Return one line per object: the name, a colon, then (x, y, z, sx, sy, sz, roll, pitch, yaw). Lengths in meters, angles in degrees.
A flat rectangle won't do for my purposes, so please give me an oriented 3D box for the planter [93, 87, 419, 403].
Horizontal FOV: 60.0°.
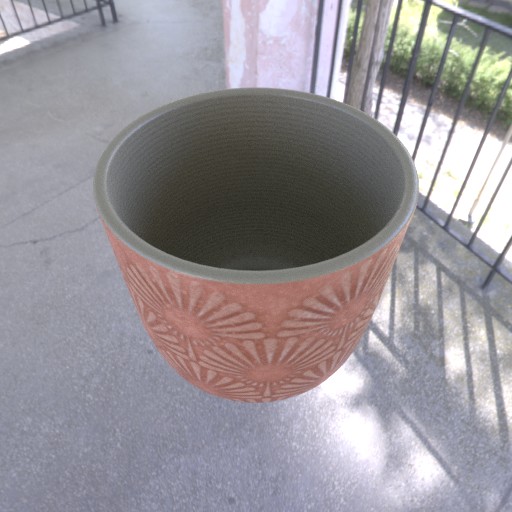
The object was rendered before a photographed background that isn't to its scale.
planter: (0.000, 0.000, 0.212, 0.124, 0.109, 0.124, 0, 47, 0)
